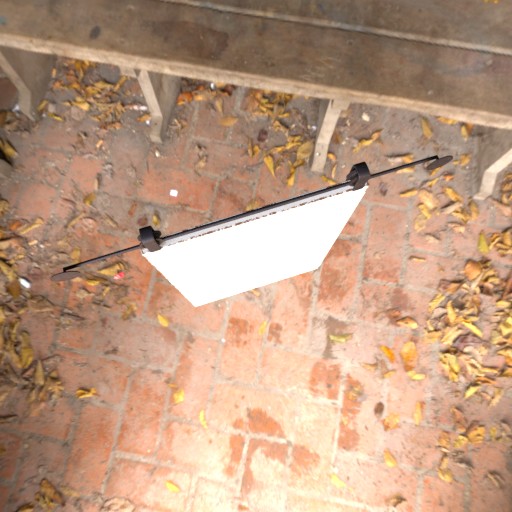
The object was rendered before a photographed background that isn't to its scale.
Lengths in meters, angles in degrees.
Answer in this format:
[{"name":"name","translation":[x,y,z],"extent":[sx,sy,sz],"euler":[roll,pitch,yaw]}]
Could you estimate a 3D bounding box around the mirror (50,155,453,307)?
[{"name":"mirror","translation":[0.000,0.000,1.213],"extent":[0.808,0.844,0.037],"euler":[-17,77,-4]}]
